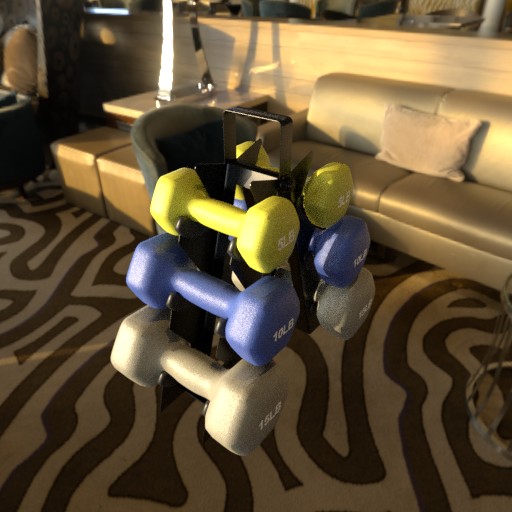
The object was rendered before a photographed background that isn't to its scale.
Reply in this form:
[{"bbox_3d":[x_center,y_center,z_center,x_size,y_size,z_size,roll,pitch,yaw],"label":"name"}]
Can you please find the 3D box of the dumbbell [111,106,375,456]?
[{"bbox_3d":[0.000,0.000,0.672,0.261,0.426,0.416,23,39,31],"label":"dumbbell"}]
